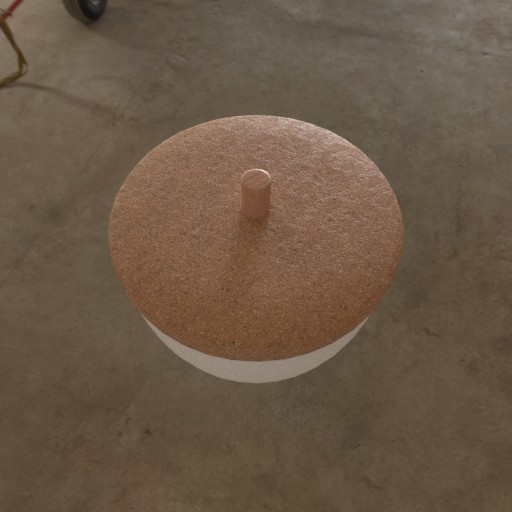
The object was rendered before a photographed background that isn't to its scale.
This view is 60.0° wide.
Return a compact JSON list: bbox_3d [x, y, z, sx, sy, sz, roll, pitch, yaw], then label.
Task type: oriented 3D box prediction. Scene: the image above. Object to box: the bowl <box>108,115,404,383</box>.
[{"bbox_3d":[0.000,0.000,0.220,0.126,0.110,0.126,0,57,0],"label":"bowl"}]
